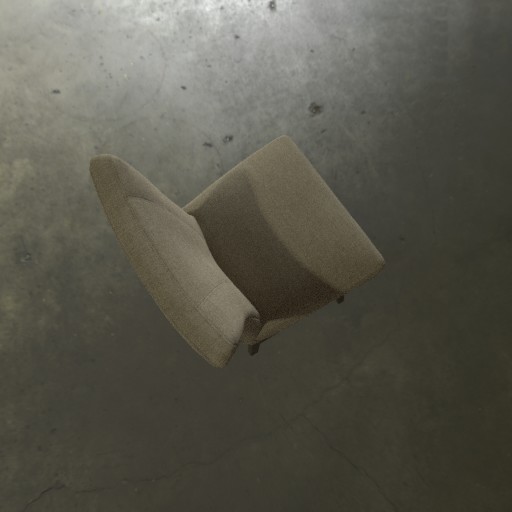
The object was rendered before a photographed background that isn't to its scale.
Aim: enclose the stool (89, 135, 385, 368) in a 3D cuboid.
[{"bbox_3d":[0.000,0.000,1.362,0.574,1.000,0.514,-33,77,-9],"label":"stool"}]
